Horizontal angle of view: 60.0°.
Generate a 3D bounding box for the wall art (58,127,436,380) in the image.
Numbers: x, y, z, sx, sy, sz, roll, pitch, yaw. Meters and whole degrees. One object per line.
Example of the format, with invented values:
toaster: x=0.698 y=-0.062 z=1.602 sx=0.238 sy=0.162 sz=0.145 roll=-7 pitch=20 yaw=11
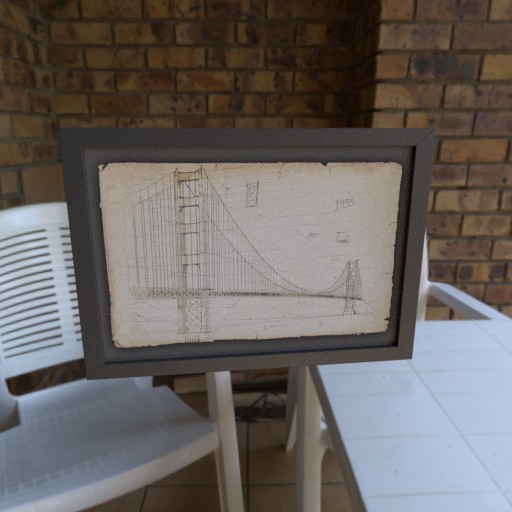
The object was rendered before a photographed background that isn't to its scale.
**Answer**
wall art: x=0.000 y=0.000 z=0.551 sx=0.432 sy=0.306 sz=0.016 roll=-2 pitch=16 yaw=-7
